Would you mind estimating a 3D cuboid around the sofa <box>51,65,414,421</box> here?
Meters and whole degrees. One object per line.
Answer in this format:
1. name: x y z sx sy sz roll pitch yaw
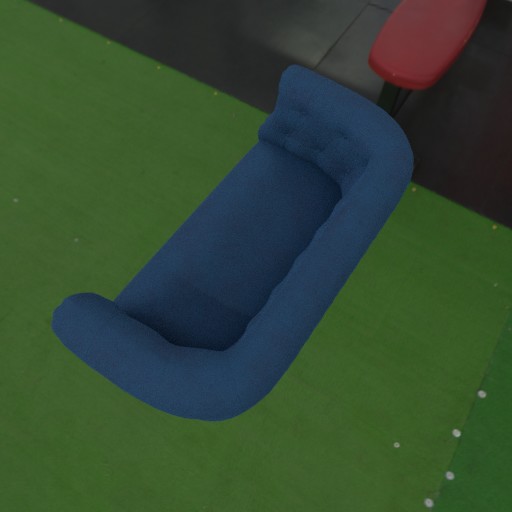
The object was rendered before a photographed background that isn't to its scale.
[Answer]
1. sofa: 0.000 0.000 1.991 0.835 0.827 1.558 32 67 15
